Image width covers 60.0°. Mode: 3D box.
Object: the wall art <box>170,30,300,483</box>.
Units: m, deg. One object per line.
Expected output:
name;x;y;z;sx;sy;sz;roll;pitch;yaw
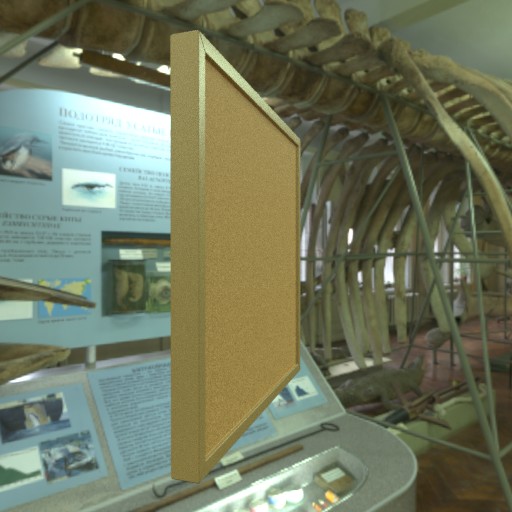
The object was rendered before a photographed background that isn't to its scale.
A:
wall art;0.000;0.000;0.743;0.036;0.509;0.509;0;0;19
